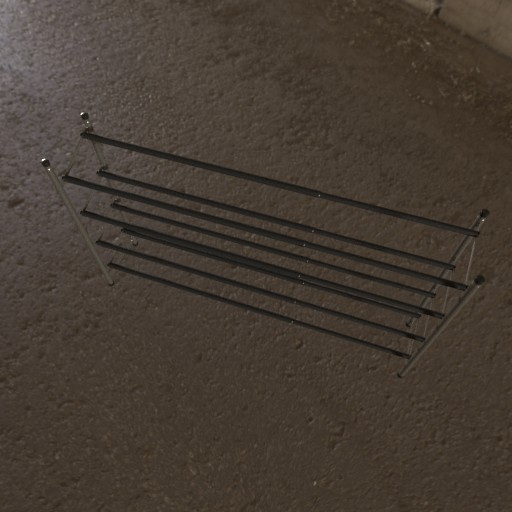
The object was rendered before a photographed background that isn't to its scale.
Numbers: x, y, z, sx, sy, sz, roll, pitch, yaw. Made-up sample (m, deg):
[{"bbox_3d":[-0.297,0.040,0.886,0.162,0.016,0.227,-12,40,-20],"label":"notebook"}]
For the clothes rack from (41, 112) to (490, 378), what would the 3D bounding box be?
[{"bbox_3d":[0.000,0.000,1.437,1.168,0.672,0.229,16,58,10],"label":"clothes rack"}]
